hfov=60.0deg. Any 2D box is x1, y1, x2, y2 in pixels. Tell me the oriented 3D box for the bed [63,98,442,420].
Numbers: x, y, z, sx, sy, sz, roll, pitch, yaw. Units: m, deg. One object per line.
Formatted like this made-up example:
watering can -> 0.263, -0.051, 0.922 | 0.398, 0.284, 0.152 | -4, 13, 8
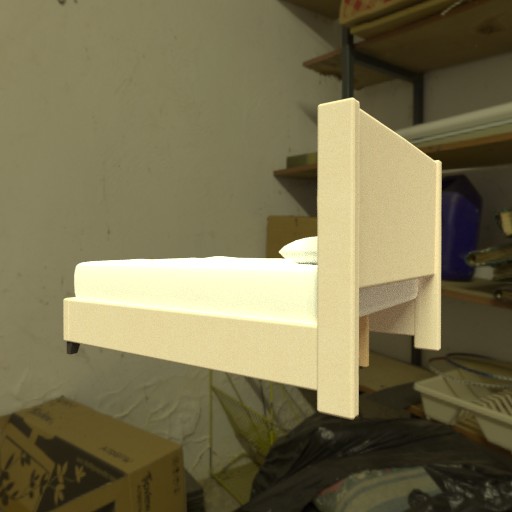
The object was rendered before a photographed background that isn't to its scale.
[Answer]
bed -> 0.000, 0.000, 3.382 | 2.293, 1.471, 1.778 | 0, 1, 35
